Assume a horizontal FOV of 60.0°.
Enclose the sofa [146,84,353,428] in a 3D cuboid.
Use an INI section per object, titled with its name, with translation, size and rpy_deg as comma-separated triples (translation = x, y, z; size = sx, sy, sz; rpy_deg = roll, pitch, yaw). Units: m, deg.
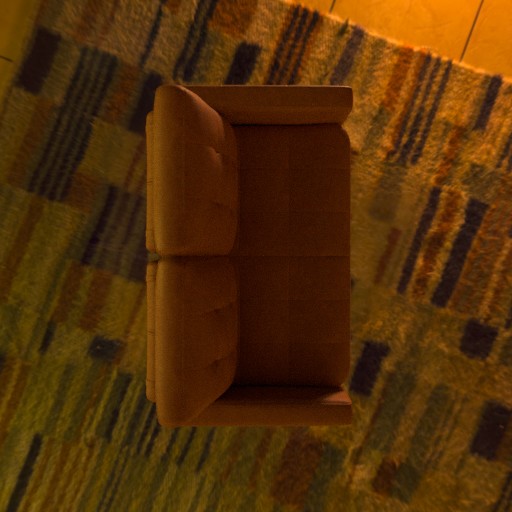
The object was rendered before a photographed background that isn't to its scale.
[sofa]
translation = 0.000, 0.000, 1.959
size = 0.868, 0.898, 1.430
rpy_deg = 0, 90, 0
